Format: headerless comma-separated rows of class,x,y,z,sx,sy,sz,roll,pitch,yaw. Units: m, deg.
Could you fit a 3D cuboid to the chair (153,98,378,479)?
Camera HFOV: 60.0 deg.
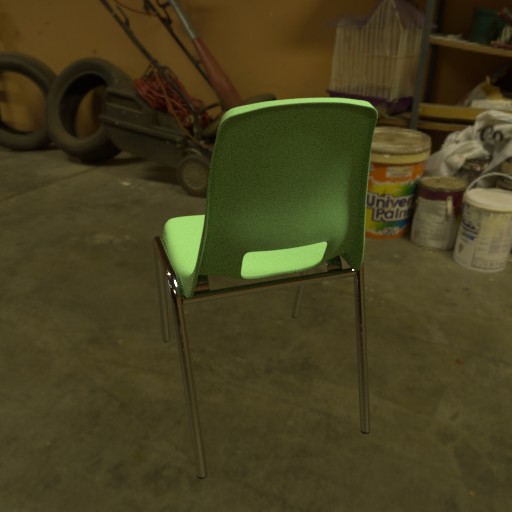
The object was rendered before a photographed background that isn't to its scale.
chair,0.000,0.000,0.882,0.381,0.653,0.436,-8,29,-15
